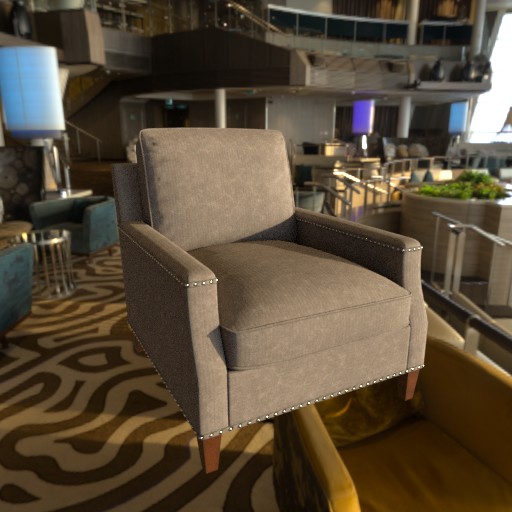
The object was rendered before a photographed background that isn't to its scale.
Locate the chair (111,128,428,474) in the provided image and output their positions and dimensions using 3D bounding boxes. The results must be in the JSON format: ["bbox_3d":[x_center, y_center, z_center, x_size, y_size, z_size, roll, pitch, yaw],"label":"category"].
[{"bbox_3d":[0.000,0.000,1.691,0.853,0.948,1.014,-8,17,-27],"label":"chair"}]
